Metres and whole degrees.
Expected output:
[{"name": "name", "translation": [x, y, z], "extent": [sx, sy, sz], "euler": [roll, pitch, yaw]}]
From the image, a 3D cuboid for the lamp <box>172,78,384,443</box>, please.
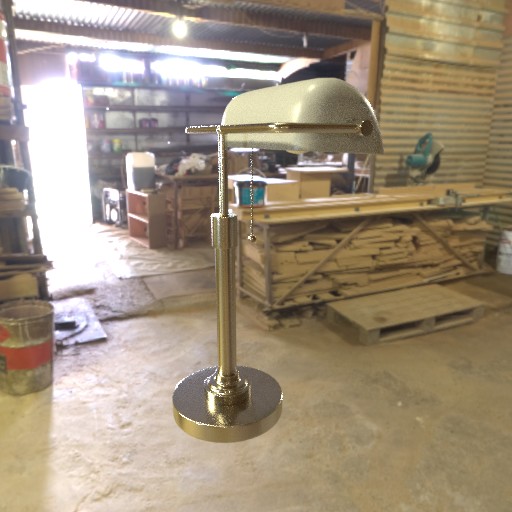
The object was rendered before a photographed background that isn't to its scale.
[{"name": "lamp", "translation": [0.000, 0.000, 0.552], "extent": [0.227, 0.404, 0.269], "euler": [-8, 17, -26]}]
